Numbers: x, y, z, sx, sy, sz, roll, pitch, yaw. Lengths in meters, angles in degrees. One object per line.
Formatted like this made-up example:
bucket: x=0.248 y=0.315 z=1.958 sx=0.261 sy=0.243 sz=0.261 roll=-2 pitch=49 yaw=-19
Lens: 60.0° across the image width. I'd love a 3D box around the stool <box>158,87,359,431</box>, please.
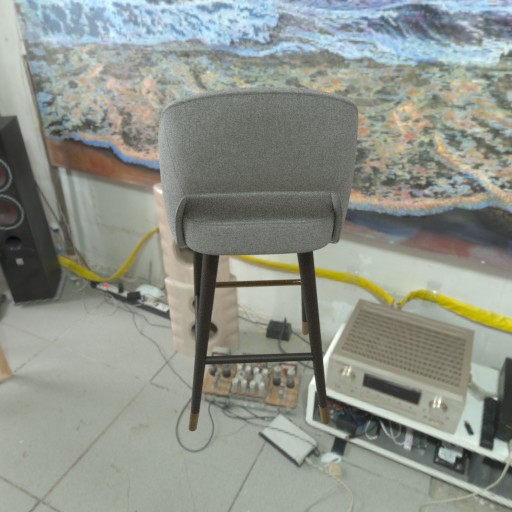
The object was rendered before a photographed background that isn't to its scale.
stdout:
stool: x=0.000 y=0.000 z=1.313 sx=0.494 sy=1.037 sz=0.509 roll=-2 pitch=31 yaw=-3
